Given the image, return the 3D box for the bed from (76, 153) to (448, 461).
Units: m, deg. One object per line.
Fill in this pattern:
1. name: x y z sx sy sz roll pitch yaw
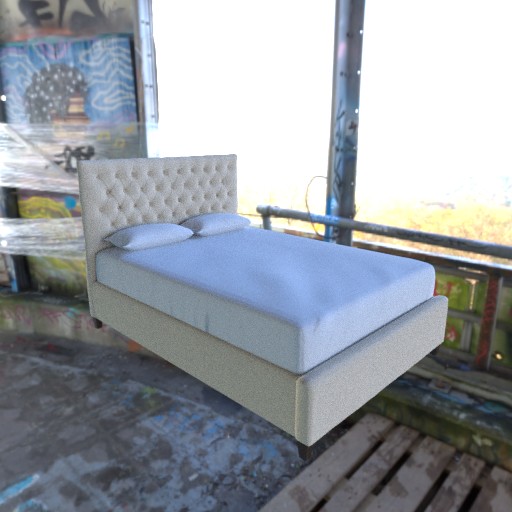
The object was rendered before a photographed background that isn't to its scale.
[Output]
1. bed: 0.000 0.000 3.441 2.387 1.427 1.698 15 21 43
